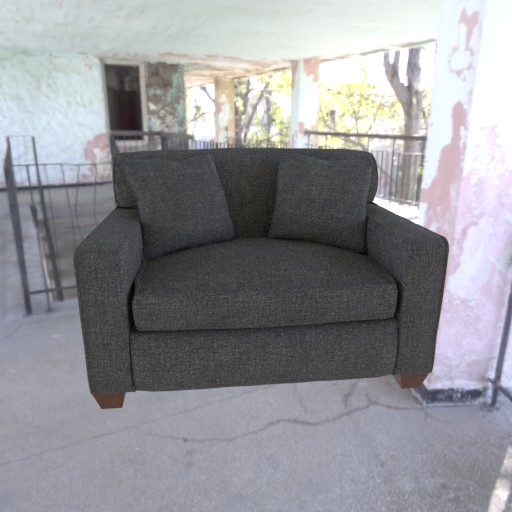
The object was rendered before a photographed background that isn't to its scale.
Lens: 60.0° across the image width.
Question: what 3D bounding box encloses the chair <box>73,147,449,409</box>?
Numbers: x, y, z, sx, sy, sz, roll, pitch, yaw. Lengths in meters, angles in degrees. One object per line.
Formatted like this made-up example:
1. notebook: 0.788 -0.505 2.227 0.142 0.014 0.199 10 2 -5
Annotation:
1. chair: 0.000 0.000 2.066 1.383 0.948 1.000 -2 17 -6
